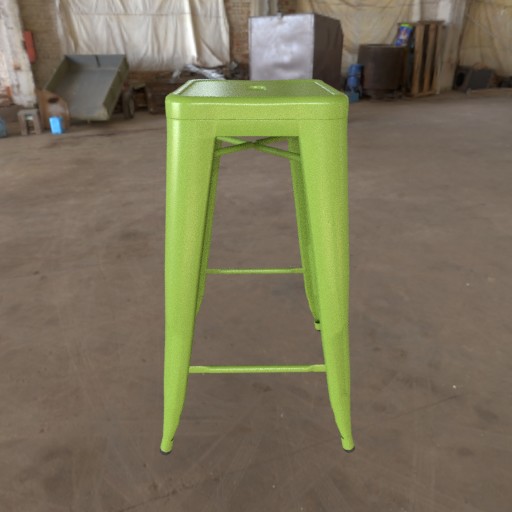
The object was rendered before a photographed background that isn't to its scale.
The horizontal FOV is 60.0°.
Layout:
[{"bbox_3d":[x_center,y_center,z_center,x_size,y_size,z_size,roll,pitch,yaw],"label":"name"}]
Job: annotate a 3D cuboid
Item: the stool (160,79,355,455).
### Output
[{"bbox_3d":[0.000,0.000,0.847,0.358,0.609,0.398,0,26,-1],"label":"stool"}]
